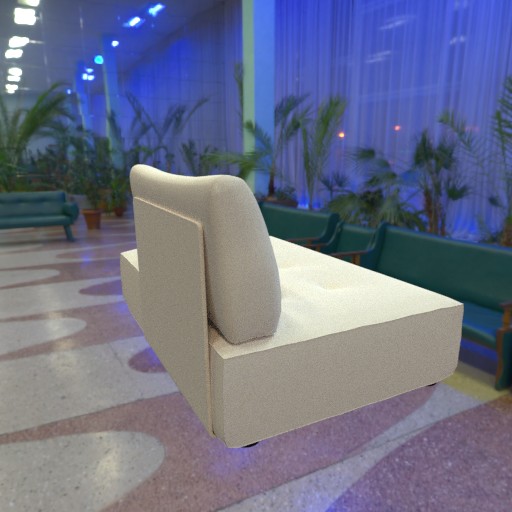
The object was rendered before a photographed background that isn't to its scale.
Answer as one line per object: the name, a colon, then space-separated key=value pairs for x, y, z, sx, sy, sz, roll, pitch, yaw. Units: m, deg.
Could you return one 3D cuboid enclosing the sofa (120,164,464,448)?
sofa: x=0.000 y=0.000 z=2.027 sx=1.000 sy=0.820 sz=1.450 roll=-7 pitch=15 yaw=-27
